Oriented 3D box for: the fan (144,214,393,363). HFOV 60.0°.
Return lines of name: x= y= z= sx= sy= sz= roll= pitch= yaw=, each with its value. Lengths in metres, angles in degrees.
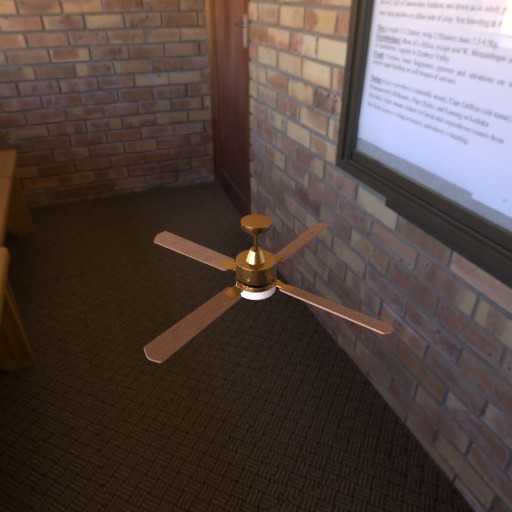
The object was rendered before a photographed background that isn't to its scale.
fan: x=0.000 y=0.000 z=2.003 sx=1.320 sy=0.355 sz=1.320 roll=21 pitch=37 yaw=30
